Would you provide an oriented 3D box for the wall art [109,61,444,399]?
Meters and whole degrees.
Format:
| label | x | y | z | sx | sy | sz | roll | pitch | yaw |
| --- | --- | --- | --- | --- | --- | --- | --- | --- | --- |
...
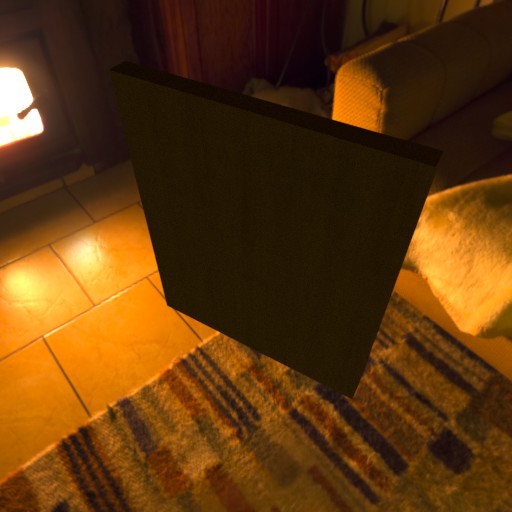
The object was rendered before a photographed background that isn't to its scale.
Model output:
| label | x | y | z | sx | sy | sz | roll | pitch | yaw |
| --- | --- | --- | --- | --- | --- | --- | --- | --- | --- |
| wall art | 0.000 | 0.000 | 0.755 | 0.455 | 0.552 | 0.034 | 23 | 51 | 20 |
